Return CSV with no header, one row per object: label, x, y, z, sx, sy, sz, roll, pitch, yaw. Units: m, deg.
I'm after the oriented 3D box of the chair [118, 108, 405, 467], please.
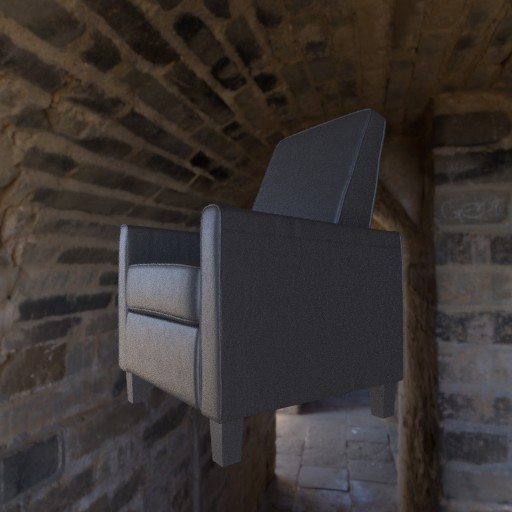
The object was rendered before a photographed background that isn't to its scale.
chair,0.000,0.000,1.501,0.746,1.013,0.705,1,-2,-36
